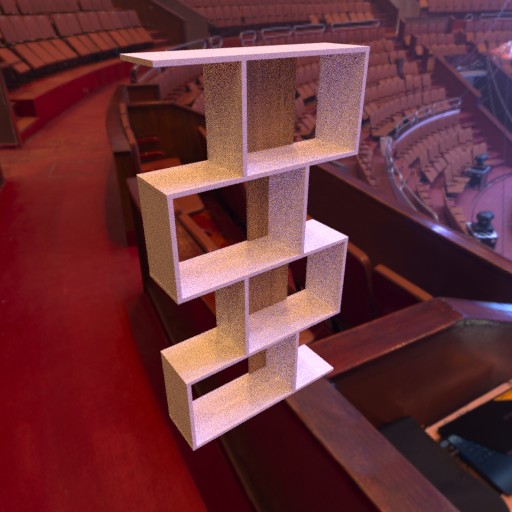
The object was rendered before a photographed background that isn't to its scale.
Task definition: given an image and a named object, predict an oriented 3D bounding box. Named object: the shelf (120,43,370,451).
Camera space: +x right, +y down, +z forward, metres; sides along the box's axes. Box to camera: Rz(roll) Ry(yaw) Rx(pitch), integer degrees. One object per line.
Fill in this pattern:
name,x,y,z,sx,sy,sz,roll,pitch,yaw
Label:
shelf,0.000,0.000,1.951,0.890,1.650,0.250,-19,35,-31
